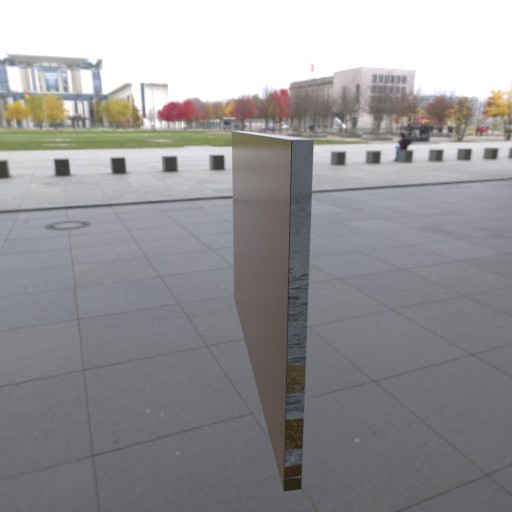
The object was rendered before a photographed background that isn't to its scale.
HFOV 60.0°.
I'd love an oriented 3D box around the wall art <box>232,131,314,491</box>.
[{"bbox_3d":[0.000,0.000,1.429,0.041,0.762,1.145,-2,17,-8],"label":"wall art"}]
